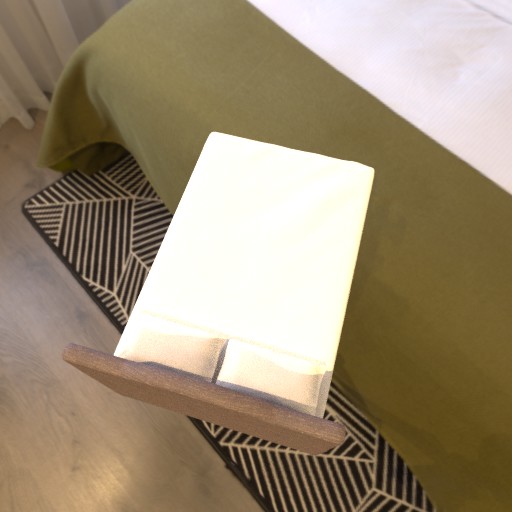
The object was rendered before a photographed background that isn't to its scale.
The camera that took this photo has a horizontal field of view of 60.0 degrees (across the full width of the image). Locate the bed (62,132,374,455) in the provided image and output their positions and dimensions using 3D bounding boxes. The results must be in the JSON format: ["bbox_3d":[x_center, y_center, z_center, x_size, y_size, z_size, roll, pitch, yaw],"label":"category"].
[{"bbox_3d":[0.000,0.000,3.561,1.741,1.441,2.507,15,65,7],"label":"bed"}]
